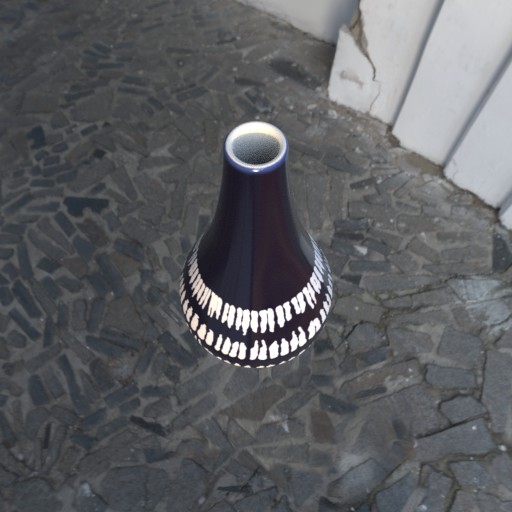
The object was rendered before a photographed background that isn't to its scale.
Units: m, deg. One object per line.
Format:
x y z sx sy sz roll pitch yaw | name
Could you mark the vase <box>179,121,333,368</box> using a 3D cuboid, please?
0.000 0.000 0.396 0.159 0.295 0.159 0 63 0 | vase
